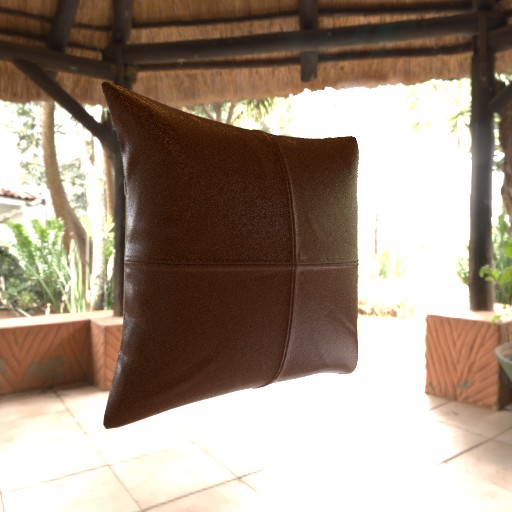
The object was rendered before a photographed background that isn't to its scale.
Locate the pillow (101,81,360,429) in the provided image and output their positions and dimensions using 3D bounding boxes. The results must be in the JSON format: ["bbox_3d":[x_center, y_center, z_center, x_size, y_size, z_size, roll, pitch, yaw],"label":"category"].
[{"bbox_3d":[0.000,0.000,0.739,0.501,0.477,0.192,-1,1,-35],"label":"pillow"}]
